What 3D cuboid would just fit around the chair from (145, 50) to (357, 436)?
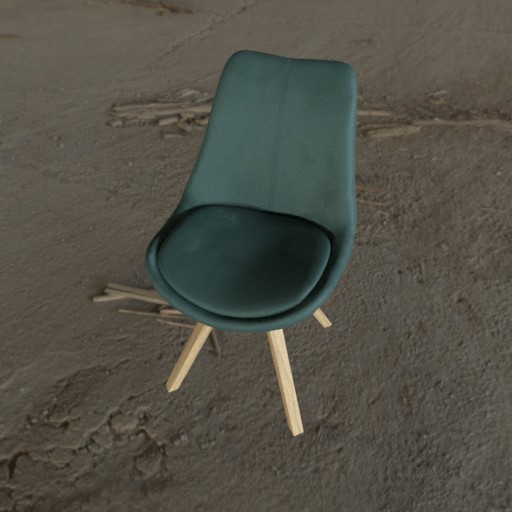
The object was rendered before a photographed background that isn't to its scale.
[{"bbox_3d":[0.000,0.000,1.174,0.483,0.865,0.547,14,44,15],"label":"chair"}]
